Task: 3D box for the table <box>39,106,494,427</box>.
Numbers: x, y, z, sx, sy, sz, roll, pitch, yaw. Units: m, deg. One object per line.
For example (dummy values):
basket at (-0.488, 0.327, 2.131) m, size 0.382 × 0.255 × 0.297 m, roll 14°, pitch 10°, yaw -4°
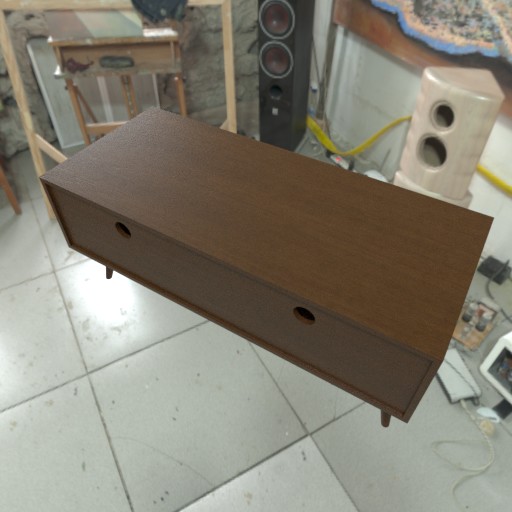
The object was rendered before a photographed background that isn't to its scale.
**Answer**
table at (0.000, 0.000, 1.345) m, size 1.119 × 0.464 × 0.490 m, roll 24°, pitch 50°, yaw 21°
